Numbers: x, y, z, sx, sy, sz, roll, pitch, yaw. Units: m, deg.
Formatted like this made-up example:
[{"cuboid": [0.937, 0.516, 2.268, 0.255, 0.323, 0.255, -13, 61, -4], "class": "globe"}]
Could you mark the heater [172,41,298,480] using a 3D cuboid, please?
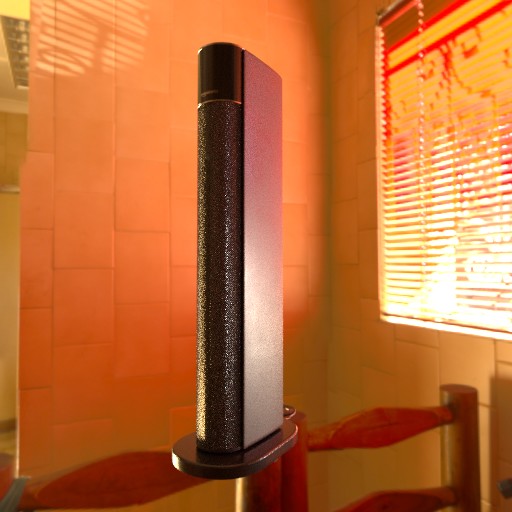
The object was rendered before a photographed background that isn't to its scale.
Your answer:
[{"cuboid": [0.000, 0.000, 1.043, 0.214, 0.856, 0.458, -1, -2, 35], "class": "heater"}]
